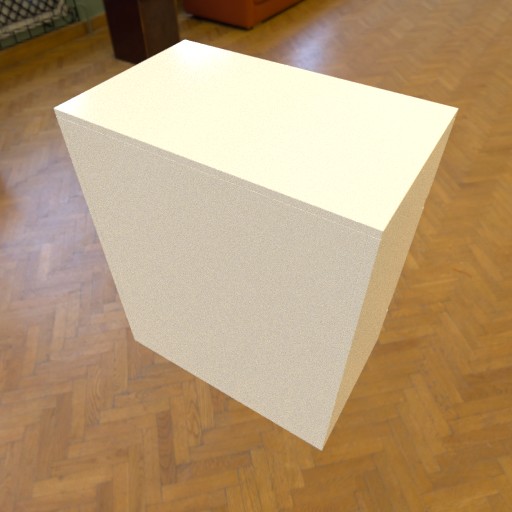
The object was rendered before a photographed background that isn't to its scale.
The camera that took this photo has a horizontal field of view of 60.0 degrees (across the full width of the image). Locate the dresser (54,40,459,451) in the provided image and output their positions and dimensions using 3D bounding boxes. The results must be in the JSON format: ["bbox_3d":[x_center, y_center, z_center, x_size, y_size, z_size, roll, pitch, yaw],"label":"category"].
[{"bbox_3d":[0.000,0.000,1.121,0.650,0.800,0.400,24,51,21],"label":"dresser"}]
